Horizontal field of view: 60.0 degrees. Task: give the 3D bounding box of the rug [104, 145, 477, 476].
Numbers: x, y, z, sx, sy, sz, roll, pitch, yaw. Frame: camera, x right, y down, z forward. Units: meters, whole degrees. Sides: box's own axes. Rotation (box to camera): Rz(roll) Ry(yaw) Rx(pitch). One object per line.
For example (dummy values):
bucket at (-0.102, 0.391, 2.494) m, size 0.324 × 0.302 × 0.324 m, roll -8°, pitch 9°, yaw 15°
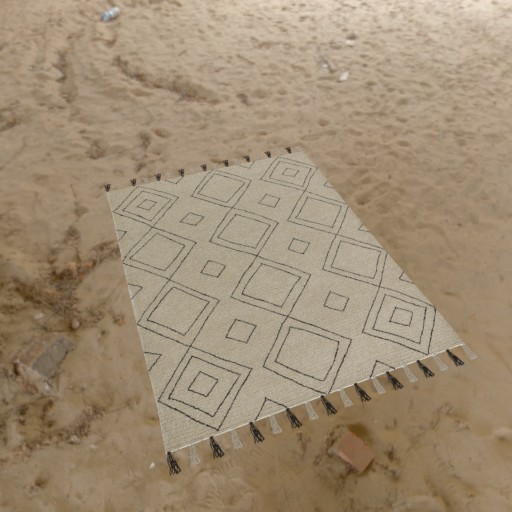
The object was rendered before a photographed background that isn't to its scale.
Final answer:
rug at (0.000, 0.000, 4.083) m, size 2.342 × 0.026 × 3.221 m, roll -15°, pitch 47°, yaw -14°
